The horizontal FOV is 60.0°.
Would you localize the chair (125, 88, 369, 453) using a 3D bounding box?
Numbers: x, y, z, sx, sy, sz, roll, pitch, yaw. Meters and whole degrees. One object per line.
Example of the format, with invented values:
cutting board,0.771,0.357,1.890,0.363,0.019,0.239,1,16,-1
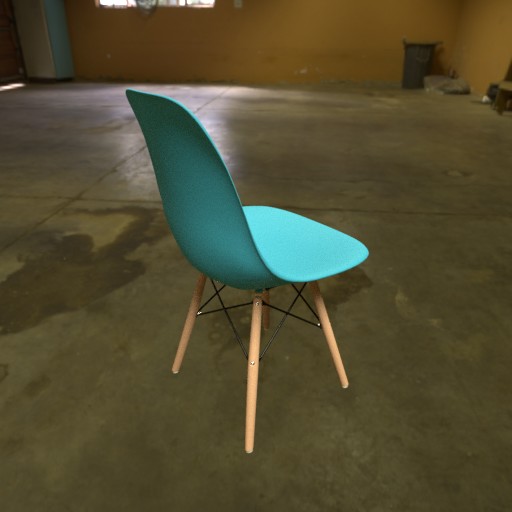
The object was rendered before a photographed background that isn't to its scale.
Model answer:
chair,0.000,0.000,1.127,0.531,0.826,0.470,-20,33,-34
